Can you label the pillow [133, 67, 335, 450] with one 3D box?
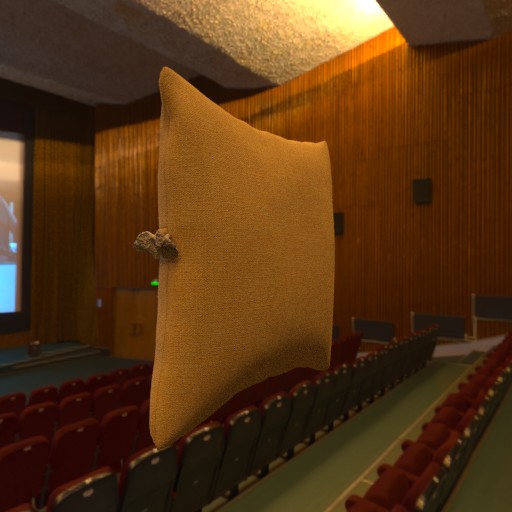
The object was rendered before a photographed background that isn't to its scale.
[{"bbox_3d":[0.000,0.000,0.754,0.167,0.481,0.485,0,0,35],"label":"pillow"}]
